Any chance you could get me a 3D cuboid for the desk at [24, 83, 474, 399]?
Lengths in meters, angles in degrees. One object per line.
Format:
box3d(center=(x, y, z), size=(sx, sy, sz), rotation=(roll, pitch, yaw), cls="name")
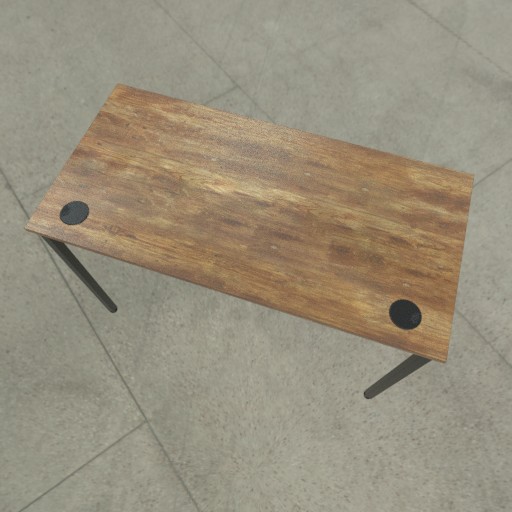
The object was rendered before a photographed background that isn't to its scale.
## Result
box3d(center=(0.000, 0.000, 1.641), size=(1.200, 0.749, 0.600), rotation=(17, 65, 8), cls="desk")
